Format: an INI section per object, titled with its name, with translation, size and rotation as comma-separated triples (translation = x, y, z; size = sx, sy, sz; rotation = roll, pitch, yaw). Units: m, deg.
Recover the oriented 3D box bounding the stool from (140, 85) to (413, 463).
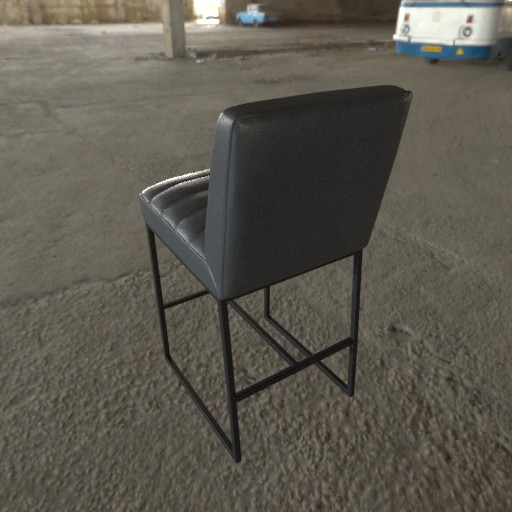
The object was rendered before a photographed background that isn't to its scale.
[stool]
translation = 0.000, 0.000, 1.243
size = 0.457, 0.938, 0.552
rotation = -18, 35, -28
